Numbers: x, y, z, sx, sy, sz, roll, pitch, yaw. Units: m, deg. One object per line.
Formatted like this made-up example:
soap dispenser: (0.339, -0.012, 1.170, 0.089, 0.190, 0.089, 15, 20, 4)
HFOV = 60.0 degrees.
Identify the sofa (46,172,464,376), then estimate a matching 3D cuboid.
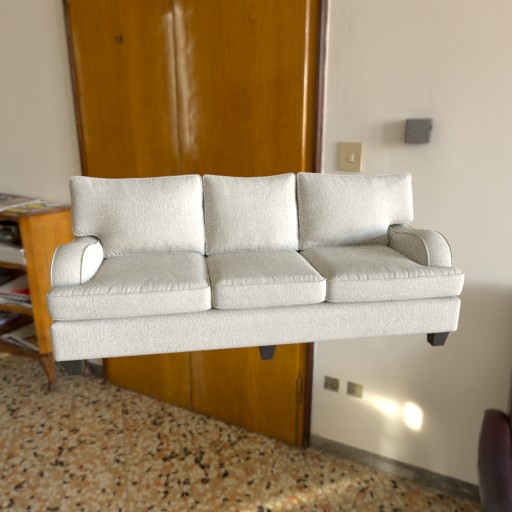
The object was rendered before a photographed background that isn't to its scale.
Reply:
sofa: (0.000, 0.000, 2.828, 2.323, 0.991, 1.016, -3, 17, -9)
